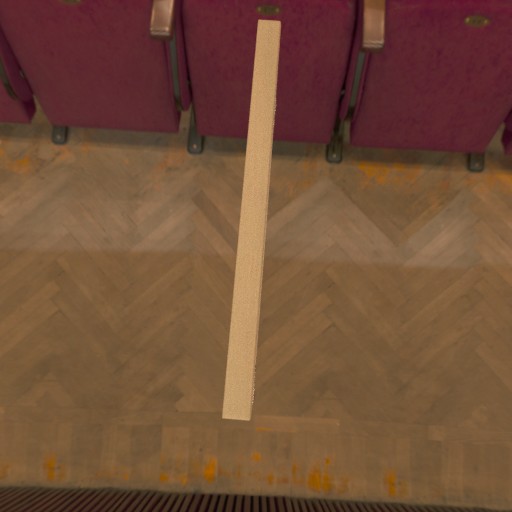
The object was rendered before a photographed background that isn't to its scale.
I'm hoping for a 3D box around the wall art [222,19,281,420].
[{"bbox_3d":[0.000,0.000,0.981,0.041,0.710,0.608,4,76,1],"label":"wall art"}]
